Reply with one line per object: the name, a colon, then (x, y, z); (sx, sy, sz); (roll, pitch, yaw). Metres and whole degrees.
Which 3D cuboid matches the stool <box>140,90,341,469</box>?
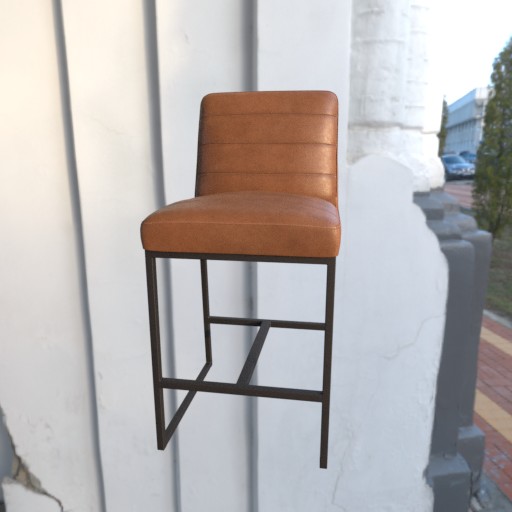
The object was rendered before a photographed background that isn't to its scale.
stool: (0.000, 0.000, 1.257); (0.458, 0.940, 0.556); (2, 13, 9)
